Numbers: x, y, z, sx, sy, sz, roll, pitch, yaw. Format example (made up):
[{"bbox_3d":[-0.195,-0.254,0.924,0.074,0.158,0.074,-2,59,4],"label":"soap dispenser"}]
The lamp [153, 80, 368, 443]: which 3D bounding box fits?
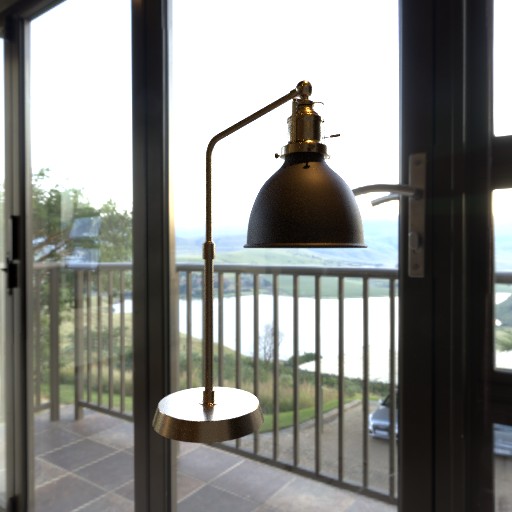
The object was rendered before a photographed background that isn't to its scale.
[{"bbox_3d":[0.000,0.000,0.596,0.291,0.456,0.160,0,1,17],"label":"lamp"}]
